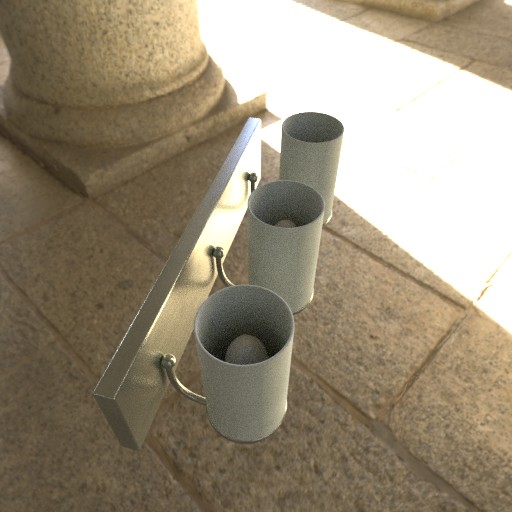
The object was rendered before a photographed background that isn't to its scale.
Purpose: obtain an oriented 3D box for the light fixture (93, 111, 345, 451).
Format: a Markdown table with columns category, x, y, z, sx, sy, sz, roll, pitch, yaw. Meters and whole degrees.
| category | x | y | z | sx | sy | sz | roll | pitch | yaw |
| --- | --- | --- | --- | --- | --- | --- | --- | --- | --- |
| light fixture | 0.000 | 0.000 | 0.521 | 0.145 | 0.172 | 0.451 | 11 | 47 | 10 |
